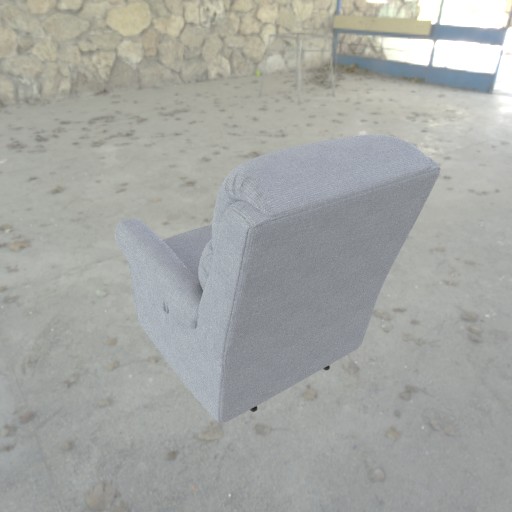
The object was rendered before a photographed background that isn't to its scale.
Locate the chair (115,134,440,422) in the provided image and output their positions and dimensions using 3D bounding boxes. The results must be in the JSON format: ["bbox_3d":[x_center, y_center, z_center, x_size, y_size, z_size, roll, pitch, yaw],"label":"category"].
[{"bbox_3d":[0.000,0.000,1.785,0.838,1.054,1.014,-20,35,-30],"label":"chair"}]
